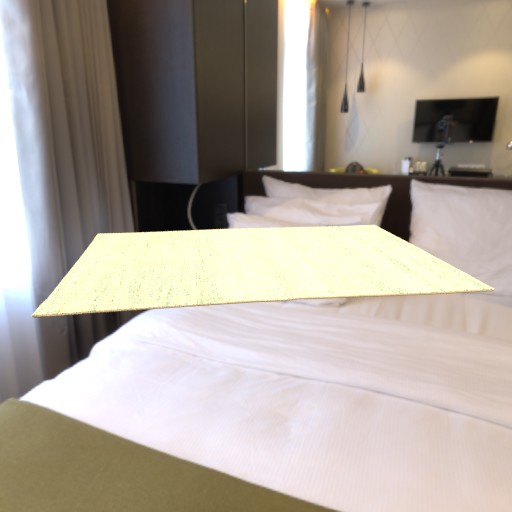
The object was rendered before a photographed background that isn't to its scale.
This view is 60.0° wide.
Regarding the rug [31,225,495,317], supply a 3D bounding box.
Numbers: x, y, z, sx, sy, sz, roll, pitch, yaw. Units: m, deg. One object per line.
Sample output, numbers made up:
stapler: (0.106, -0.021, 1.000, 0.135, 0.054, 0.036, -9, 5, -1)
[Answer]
rug: (0.000, 0.000, 2.908, 2.305, 0.029, 1.593, -2, 16, -8)
